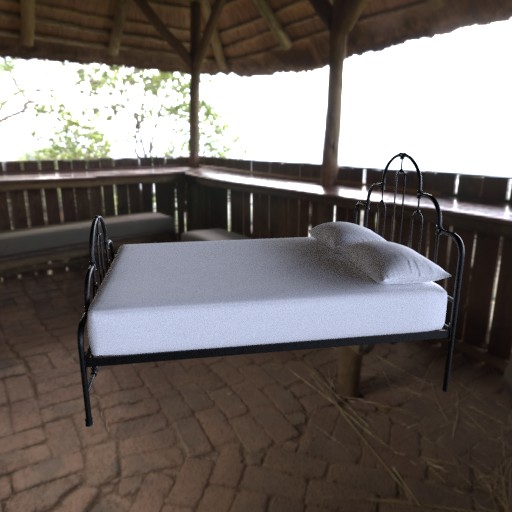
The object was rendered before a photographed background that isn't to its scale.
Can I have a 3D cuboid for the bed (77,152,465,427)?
[{"bbox_3d":[0.000,0.000,3.192,2.181,1.444,1.626,-3,15,-10],"label":"bed"}]
